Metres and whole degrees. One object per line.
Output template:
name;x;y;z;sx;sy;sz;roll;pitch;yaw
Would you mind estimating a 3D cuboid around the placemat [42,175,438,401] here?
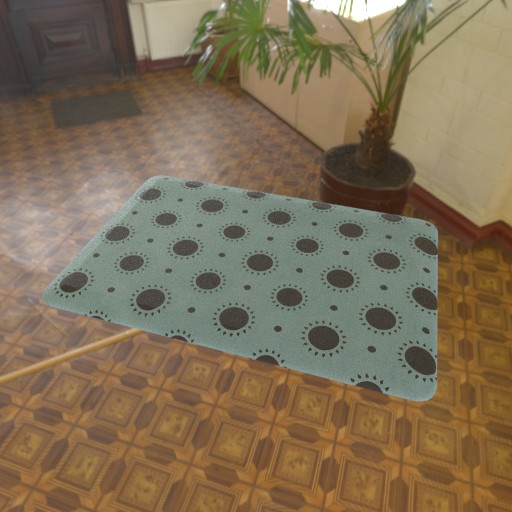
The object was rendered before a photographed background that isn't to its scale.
placemat;0.000;0.000;0.969;0.762;0.021;0.508;12;43;13
